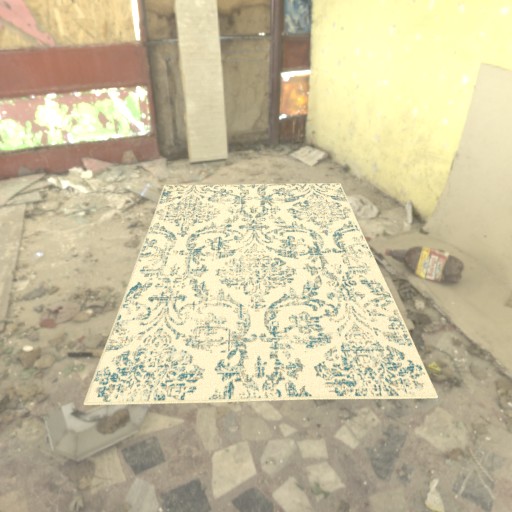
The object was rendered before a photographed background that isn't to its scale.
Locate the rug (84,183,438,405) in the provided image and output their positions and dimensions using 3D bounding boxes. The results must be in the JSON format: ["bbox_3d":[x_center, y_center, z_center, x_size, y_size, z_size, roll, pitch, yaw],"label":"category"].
[{"bbox_3d":[0.000,0.000,2.282,1.213,0.012,1.831,-1,33,-1],"label":"rug"}]
